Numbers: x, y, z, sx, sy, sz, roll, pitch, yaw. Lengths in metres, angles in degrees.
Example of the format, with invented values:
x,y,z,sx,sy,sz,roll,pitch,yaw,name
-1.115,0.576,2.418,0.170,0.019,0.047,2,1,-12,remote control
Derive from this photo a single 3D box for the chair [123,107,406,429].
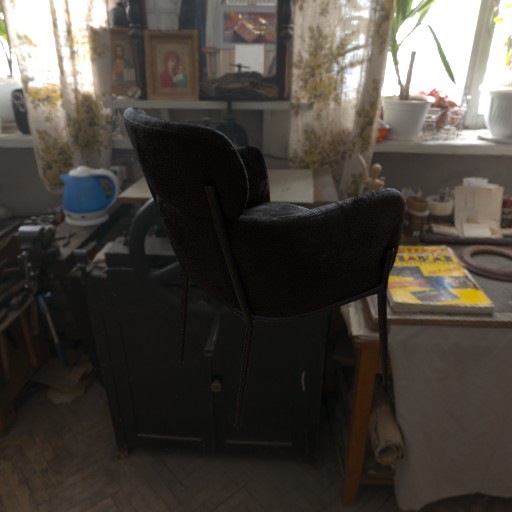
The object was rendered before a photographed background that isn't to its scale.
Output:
x,y,z,sx,sy,sz,roll,pitch,yaw,name
0.000,0.000,1.261,0.604,0.818,0.640,-18,31,-32,chair
